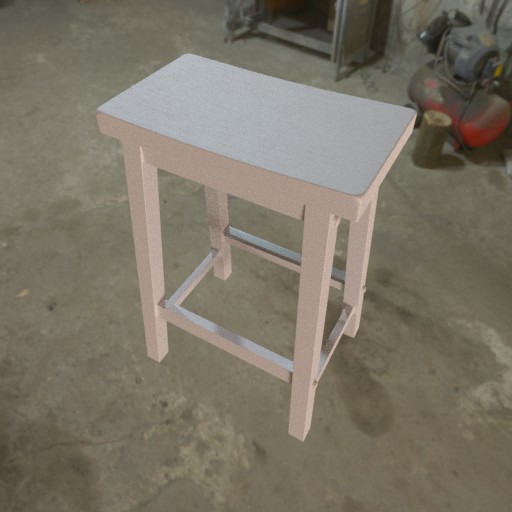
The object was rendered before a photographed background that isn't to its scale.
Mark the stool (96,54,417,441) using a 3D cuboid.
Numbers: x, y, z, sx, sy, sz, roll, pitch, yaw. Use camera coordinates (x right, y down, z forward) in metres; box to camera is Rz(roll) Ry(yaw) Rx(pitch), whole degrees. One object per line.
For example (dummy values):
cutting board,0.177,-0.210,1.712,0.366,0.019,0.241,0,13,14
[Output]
stool,0.000,0.000,0.856,0.406,0.610,0.322,22,51,20
